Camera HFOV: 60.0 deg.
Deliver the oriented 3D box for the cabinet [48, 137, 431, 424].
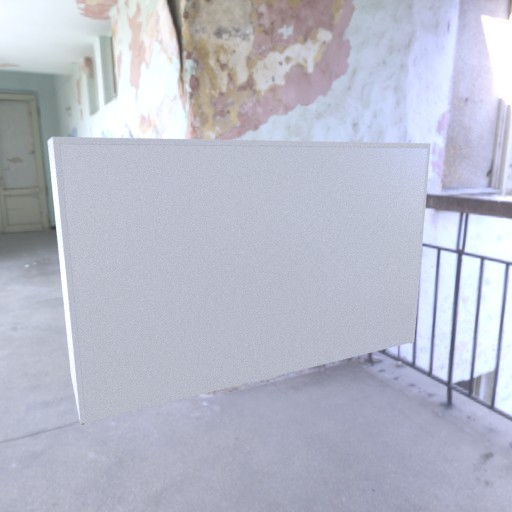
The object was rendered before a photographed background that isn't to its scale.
[{"bbox_3d":[0.000,0.000,1.808,1.450,0.900,0.380,-6,14,-26],"label":"cabinet"}]
